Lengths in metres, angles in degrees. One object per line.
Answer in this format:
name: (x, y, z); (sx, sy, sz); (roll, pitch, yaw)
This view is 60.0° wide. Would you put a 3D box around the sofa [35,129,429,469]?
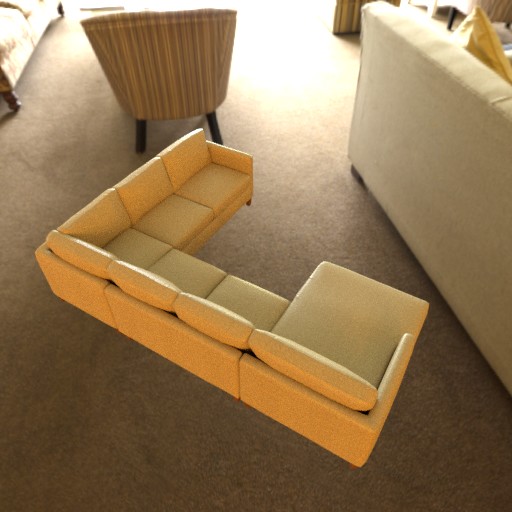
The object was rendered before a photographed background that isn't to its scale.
sofa: (0.000, 0.000, 4.550); (3.460, 0.961, 2.594); (23, 49, 22)
